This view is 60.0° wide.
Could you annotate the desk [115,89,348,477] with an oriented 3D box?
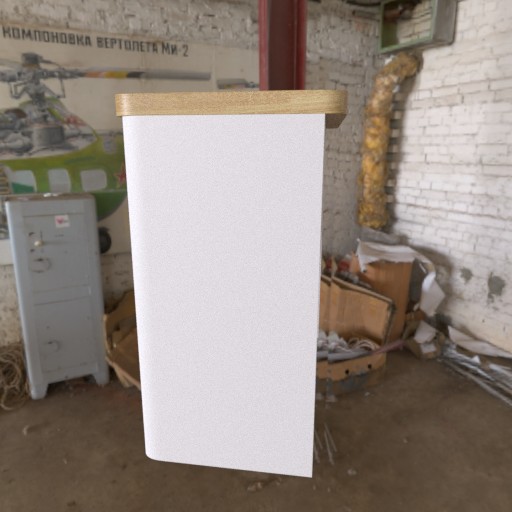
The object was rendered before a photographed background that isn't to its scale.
[{"bbox_3d":[0.000,0.000,1.246,0.440,0.790,0.760,2,14,9],"label":"desk"}]
